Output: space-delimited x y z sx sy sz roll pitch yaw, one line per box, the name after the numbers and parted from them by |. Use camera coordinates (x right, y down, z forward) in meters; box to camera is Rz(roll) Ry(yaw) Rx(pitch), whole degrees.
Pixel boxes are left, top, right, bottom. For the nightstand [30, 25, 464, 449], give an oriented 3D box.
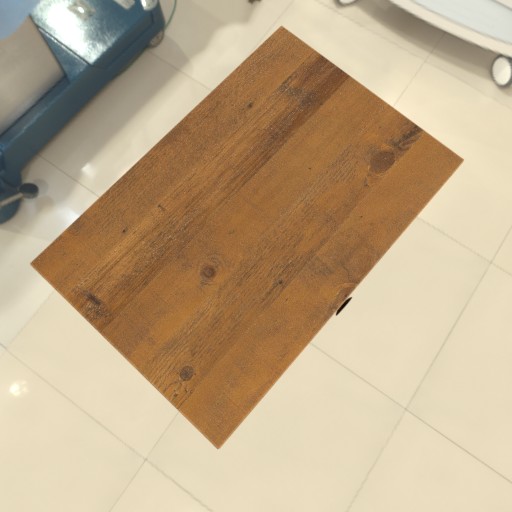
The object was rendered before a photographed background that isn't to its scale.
0.000 0.000 1.061 0.450 0.599 0.650 41 79 10 | nightstand
